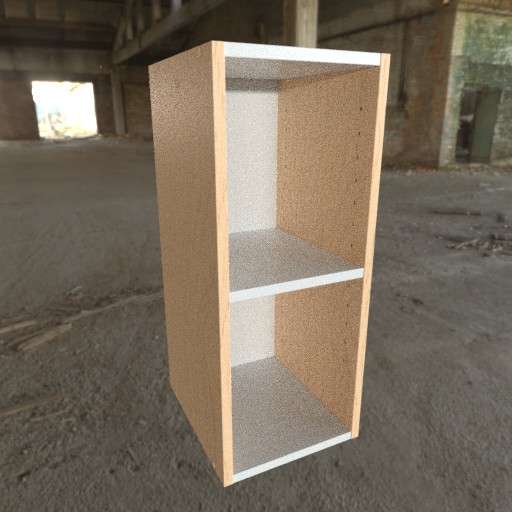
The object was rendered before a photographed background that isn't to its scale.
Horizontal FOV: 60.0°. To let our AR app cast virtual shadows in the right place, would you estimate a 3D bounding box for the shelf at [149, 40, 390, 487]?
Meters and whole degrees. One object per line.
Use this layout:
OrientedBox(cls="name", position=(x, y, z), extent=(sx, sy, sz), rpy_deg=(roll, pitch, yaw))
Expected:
OrientedBox(cls="shelf", position=(0.000, 0.000, 0.739), extent=(0.250, 0.600, 0.290), rpy_deg=(-8, 20, -25))
